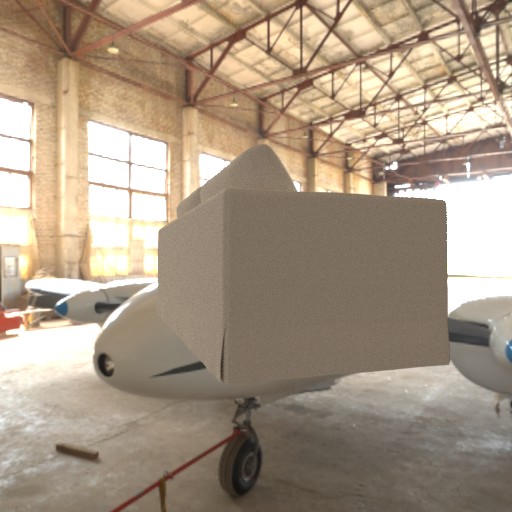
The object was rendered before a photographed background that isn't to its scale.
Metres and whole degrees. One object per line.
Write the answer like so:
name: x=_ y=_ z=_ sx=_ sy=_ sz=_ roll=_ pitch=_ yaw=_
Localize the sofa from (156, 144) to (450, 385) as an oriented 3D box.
sofa: x=0.000 y=0.000 z=2.642 sx=0.954 sy=0.881 sz=2.163 roll=0 pitch=-1 yaw=-18
